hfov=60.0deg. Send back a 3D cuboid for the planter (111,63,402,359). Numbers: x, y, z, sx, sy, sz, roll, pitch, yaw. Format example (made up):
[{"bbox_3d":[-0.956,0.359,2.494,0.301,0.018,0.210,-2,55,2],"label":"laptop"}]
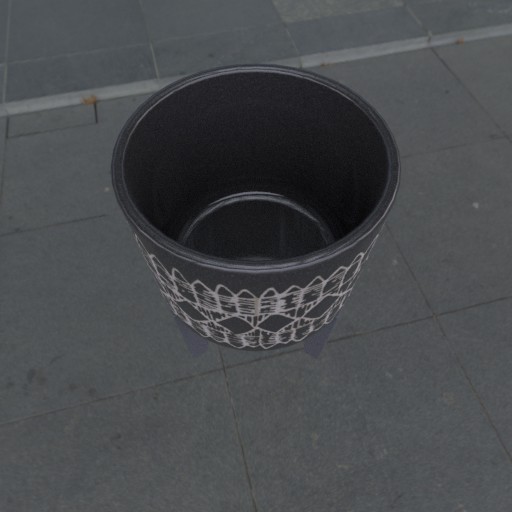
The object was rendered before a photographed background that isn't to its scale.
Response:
[{"bbox_3d":[0.000,0.000,0.273,0.129,0.177,0.129,0,57,0],"label":"planter"}]
